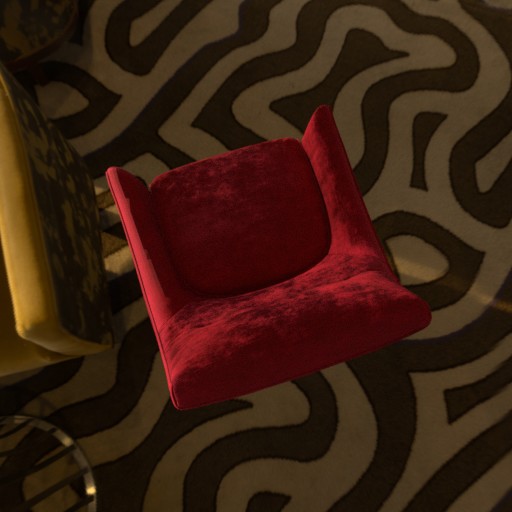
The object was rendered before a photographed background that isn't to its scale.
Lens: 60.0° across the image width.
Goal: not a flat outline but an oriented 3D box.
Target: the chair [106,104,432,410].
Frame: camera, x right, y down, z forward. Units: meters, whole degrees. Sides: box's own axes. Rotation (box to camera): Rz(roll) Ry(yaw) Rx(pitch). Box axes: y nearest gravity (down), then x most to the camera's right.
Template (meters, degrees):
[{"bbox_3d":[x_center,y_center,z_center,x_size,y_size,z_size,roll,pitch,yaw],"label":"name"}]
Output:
[{"bbox_3d":[0.000,0.000,1.466,0.762,0.838,0.787,-18,76,-4],"label":"chair"}]
